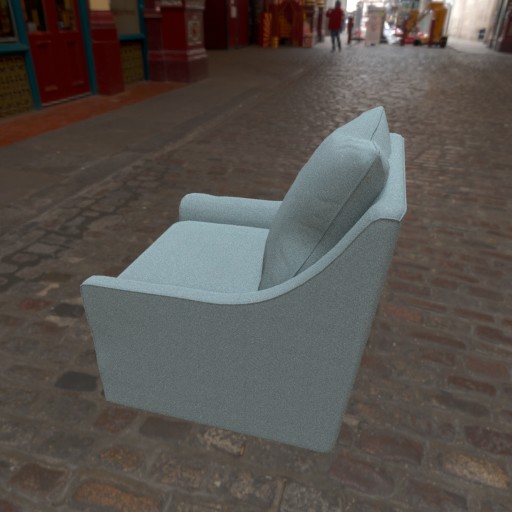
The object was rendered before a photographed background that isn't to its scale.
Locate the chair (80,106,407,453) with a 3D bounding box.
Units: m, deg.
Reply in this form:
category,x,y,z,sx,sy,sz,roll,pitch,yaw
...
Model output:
category,x,y,z,sx,sy,sz,roll,pitch,yaw
chair,0.000,0.000,1.518,0.870,0.926,0.760,8,30,14
